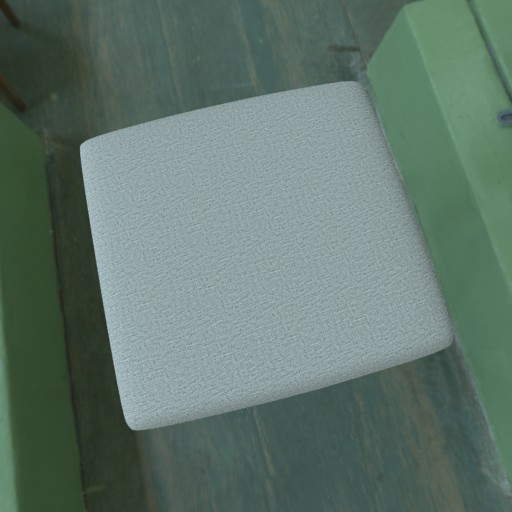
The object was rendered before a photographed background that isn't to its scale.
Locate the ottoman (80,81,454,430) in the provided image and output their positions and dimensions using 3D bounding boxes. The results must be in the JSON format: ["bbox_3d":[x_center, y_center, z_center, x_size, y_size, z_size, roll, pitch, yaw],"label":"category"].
[{"bbox_3d":[0.000,0.000,1.061,0.650,0.398,0.649,-14,75,-4],"label":"ottoman"}]
